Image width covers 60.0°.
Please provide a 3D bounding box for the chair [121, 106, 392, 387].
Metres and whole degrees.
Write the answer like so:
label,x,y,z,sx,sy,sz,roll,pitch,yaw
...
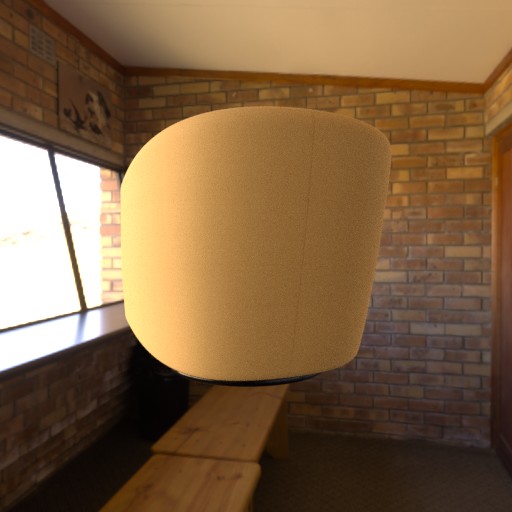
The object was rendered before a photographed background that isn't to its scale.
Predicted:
label,x,y,z,sx,sy,sz,roll,pitch,yaw
chair,0.000,0.000,1.365,0.773,0.698,0.767,0,1,-20
